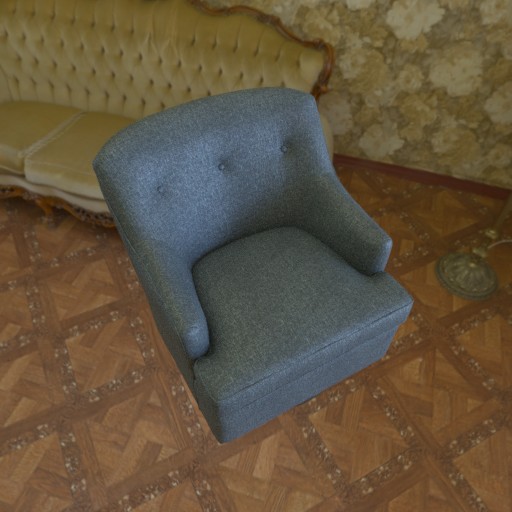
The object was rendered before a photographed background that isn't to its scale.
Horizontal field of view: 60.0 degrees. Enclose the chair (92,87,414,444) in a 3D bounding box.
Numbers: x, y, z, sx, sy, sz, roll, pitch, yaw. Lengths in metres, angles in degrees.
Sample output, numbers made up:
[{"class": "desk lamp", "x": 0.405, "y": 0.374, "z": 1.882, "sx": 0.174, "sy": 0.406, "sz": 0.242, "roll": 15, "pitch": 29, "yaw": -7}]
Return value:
[{"class": "chair", "x": 0.000, "y": 0.000, "z": 1.657, "sx": 0.864, "sy": 0.856, "sz": 0.923, "roll": -22, "pitch": 52, "yaw": -19}]
